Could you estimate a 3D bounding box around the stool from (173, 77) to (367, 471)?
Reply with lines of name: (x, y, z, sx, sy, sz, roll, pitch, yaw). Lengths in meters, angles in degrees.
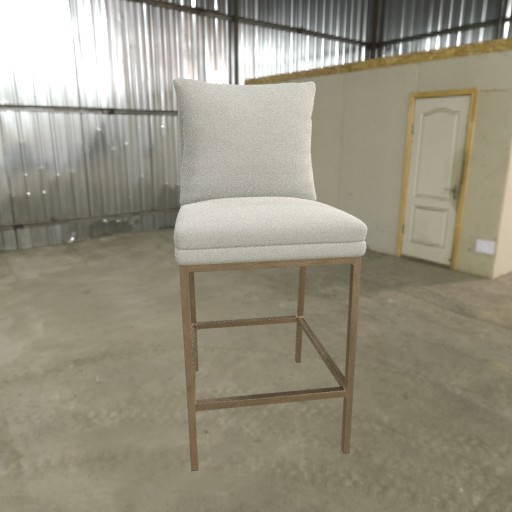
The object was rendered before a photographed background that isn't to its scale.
stool: (0.000, 0.000, 1.335, 0.463, 1.032, 0.572, -2, 16, -8)
